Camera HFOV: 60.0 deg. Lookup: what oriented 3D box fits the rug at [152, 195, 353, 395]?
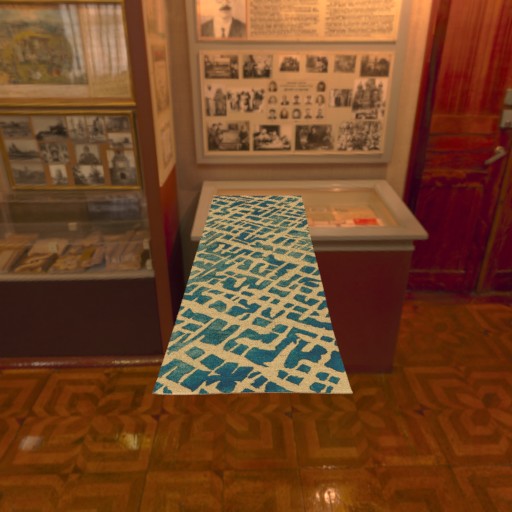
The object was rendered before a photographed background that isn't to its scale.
[{"bbox_3d":[0.000,0.000,2.790,0.768,0.011,2.446,0,26,1],"label":"rug"}]
